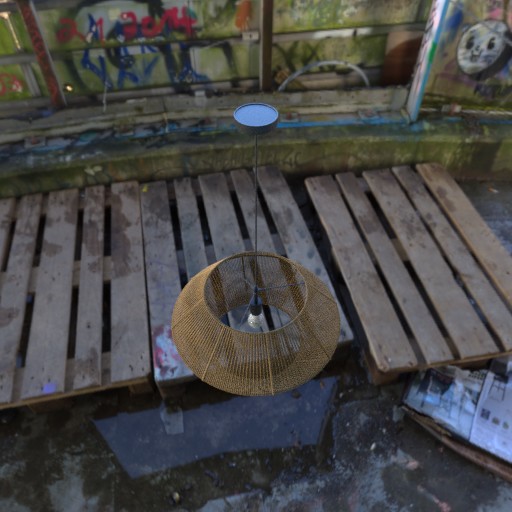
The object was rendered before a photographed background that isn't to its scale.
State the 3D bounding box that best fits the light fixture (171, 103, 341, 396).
[{"bbox_3d":[0.000,0.000,1.438,0.643,1.009,0.643,0,47,0],"label":"light fixture"}]
